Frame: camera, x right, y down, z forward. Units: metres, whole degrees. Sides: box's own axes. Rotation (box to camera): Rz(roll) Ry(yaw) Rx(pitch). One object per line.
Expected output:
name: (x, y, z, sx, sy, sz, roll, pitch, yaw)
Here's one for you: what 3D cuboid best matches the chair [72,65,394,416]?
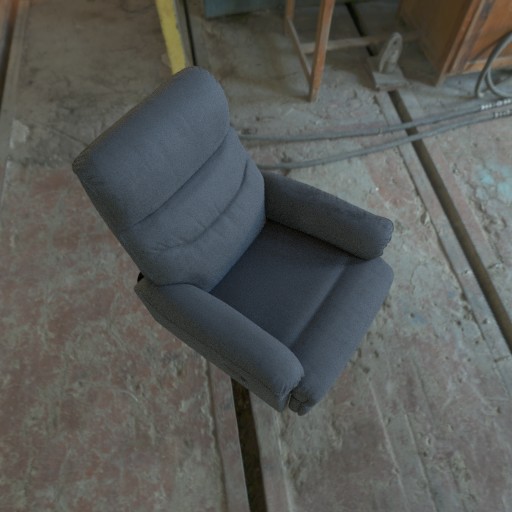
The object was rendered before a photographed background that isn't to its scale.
chair: (0.000, 0.000, 1.731, 1.004, 1.037, 0.820, 31, 65, 17)
